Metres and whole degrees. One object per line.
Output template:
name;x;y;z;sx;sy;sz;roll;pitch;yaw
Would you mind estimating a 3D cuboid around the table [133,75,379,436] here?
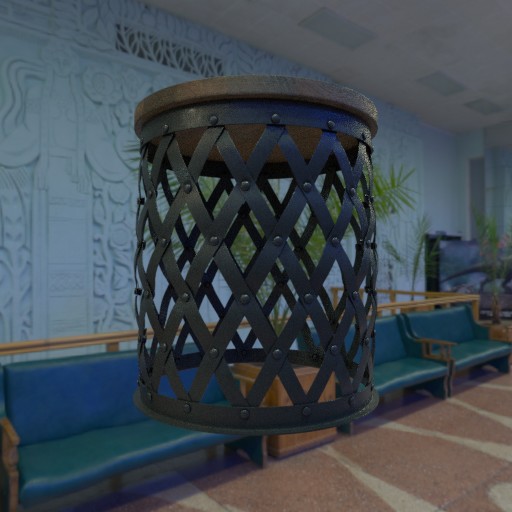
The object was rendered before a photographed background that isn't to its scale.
table;0.000;0.000;0.759;0.405;0.454;0.405;0;-1;0
